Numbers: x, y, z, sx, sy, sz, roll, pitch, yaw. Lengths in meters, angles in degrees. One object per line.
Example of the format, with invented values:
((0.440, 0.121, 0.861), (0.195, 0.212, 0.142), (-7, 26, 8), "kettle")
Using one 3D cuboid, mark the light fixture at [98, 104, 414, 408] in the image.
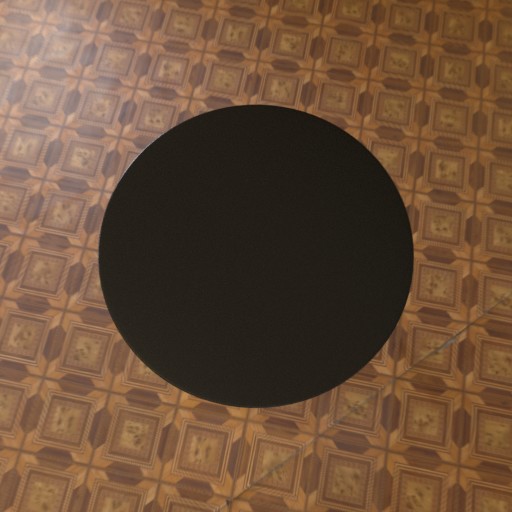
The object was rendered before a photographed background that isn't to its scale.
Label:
((0.000, 0.000, 0.439), (0.283, 0.097, 0.283), (0, 75, 0), "light fixture")
